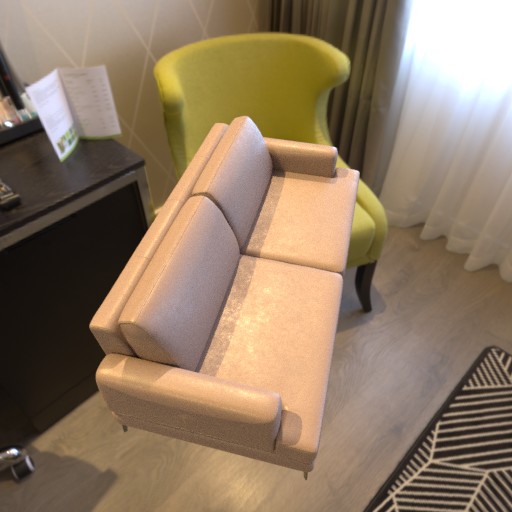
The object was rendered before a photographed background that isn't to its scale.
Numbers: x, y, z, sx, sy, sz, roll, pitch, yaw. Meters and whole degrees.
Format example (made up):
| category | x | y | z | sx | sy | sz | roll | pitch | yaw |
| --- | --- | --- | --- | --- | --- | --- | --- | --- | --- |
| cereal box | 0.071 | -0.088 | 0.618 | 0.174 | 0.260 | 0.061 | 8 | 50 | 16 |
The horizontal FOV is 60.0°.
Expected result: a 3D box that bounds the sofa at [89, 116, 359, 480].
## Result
| category | x | y | z | sx | sy | sz | roll | pitch | yaw |
| --- | --- | --- | --- | --- | --- | --- | --- | --- | --- |
| sofa | 0.000 | 0.000 | 2.416 | 0.974 | 0.765 | 1.940 | 10 | 46 | 10 |
